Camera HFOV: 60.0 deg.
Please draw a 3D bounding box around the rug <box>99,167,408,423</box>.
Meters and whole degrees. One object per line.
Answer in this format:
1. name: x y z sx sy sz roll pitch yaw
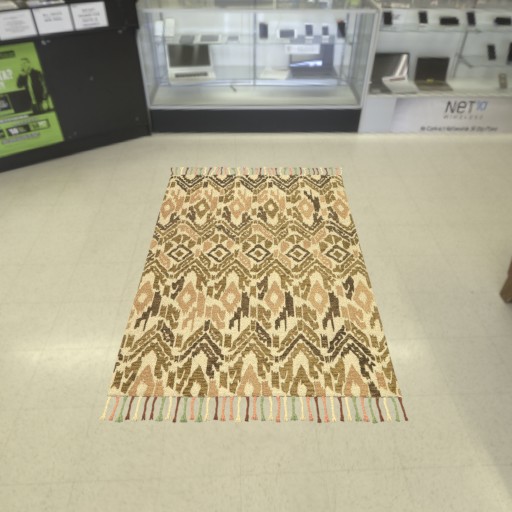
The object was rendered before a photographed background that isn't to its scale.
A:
1. rug: 0.000 0.000 3.031 1.524 0.008 2.438 0 41 0
